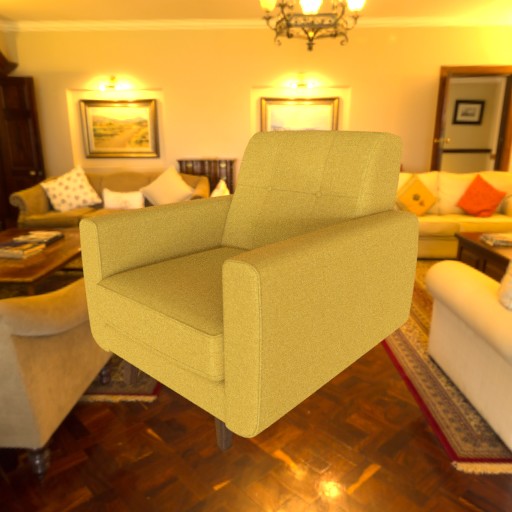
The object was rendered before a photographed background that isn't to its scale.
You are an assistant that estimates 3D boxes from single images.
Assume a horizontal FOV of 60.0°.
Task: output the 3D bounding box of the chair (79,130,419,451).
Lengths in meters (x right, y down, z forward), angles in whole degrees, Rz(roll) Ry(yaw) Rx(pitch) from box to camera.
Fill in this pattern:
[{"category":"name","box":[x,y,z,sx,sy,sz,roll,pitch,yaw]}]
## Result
[{"category":"chair","box":[0.000,0.000,1.537,0.831,0.841,0.909,14,21,41]}]
